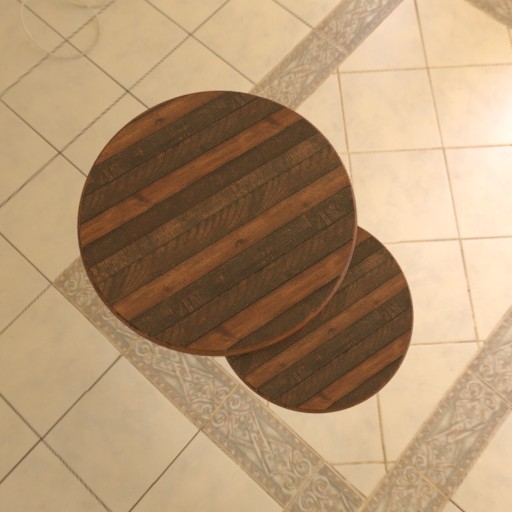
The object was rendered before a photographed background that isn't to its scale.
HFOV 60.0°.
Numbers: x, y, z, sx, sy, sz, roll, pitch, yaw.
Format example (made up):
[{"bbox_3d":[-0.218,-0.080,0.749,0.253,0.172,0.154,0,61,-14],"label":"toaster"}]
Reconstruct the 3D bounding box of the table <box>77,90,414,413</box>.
[{"bbox_3d":[0.000,0.000,1.602,1.152,0.516,0.870,31,78,8],"label":"table"}]
